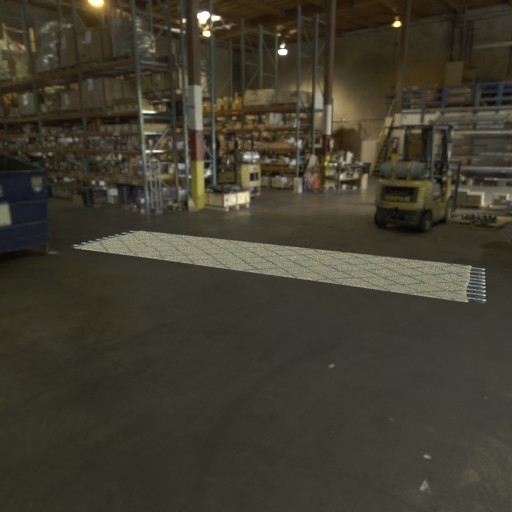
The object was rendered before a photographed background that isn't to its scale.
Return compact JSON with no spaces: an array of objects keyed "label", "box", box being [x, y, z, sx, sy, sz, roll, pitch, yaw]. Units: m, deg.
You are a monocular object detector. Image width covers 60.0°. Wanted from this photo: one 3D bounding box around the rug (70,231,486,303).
[{"label":"rug","box":[0.000,0.000,2.565,2.372,0.008,0.620,7,16,25]}]
